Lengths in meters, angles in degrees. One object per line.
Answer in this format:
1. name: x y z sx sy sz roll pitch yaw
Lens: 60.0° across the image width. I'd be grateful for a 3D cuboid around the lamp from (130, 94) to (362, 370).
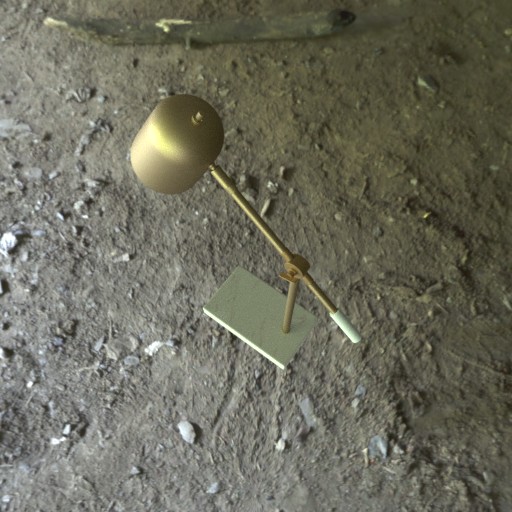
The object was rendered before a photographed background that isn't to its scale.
1. lamp: 0.000 0.000 0.816 0.471 0.603 0.144 33 67 16
